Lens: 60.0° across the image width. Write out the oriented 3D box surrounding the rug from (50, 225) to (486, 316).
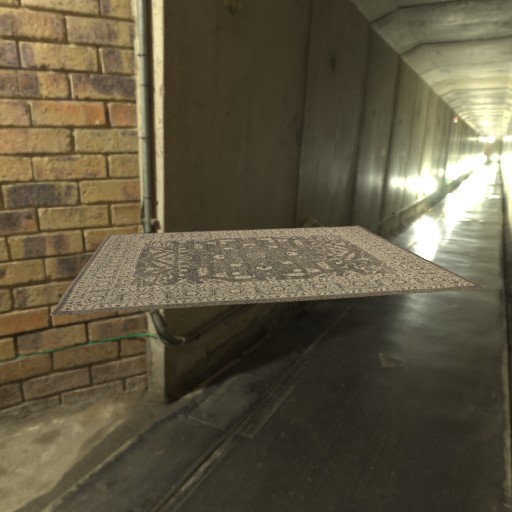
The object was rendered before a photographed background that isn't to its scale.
[{"bbox_3d":[0.000,0.000,4.205,3.069,0.026,2.451,-2,15,-9],"label":"rug"}]
